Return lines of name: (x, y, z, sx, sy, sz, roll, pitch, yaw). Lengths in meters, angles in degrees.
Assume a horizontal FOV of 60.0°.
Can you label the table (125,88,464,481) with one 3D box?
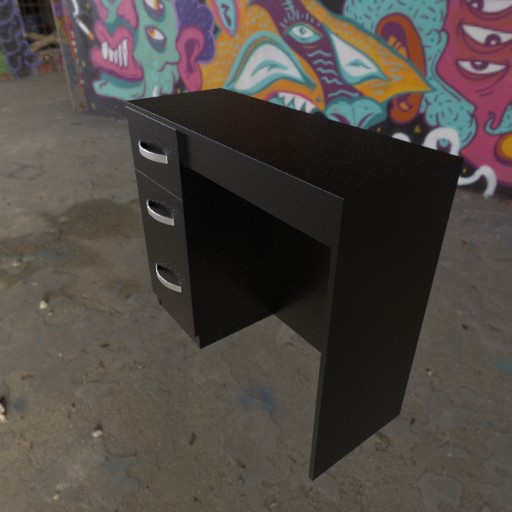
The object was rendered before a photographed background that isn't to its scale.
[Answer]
table: (0.000, 0.000, 1.342, 0.380, 0.790, 0.930, -21, 37, -31)
